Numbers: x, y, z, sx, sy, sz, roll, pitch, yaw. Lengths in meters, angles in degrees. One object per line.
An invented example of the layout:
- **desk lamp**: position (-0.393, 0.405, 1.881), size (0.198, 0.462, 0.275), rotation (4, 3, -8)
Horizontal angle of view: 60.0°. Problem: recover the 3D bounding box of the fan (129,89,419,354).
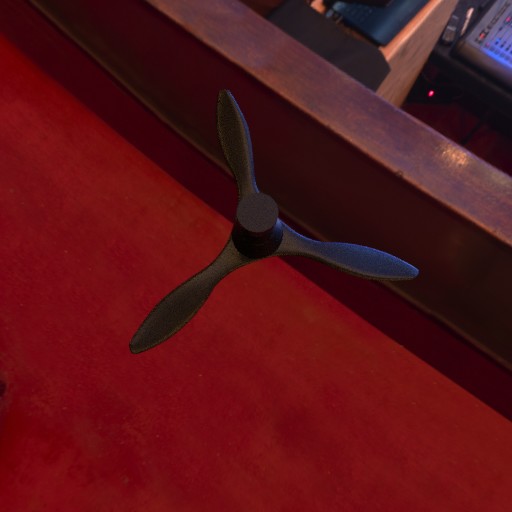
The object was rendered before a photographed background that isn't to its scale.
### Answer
- **fan**: position (0.000, 0.000, 1.599), size (1.067, 0.305, 1.067), rotation (33, 79, 7)
